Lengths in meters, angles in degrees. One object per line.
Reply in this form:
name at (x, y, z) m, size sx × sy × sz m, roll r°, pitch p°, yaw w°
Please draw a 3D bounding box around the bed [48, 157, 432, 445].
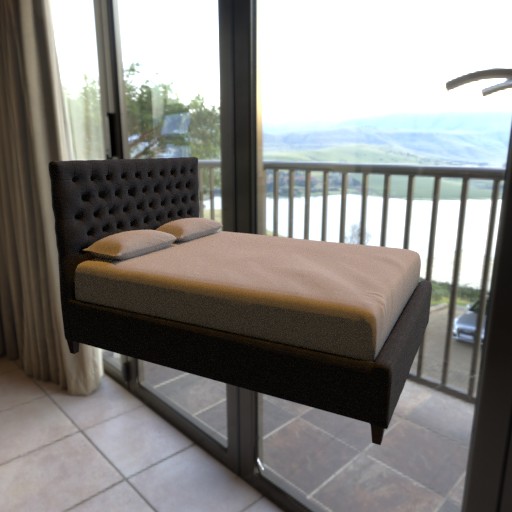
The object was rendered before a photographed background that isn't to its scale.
bed at (0.000, 0.000, 3.372) m, size 2.387 × 1.427 × 1.698 m, roll 7°, pitch 15°, yaw 27°
